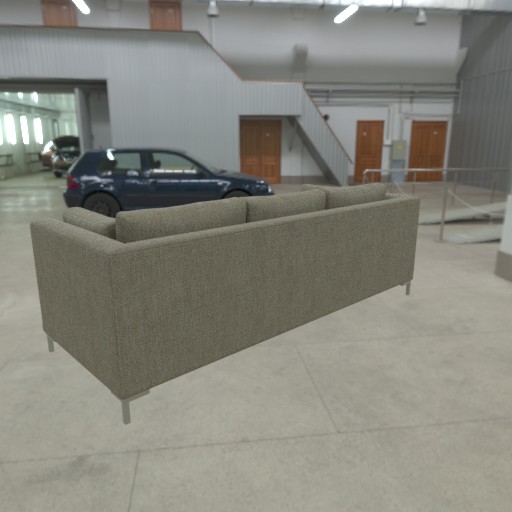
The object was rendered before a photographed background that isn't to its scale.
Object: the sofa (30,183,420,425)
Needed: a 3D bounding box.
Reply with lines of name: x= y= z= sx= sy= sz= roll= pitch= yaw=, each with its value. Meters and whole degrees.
sofa: x=0.000 y=0.000 z=2.879 sx=2.415 sy=0.867 sz=0.969 roll=-13 pitch=20 yaw=-41
